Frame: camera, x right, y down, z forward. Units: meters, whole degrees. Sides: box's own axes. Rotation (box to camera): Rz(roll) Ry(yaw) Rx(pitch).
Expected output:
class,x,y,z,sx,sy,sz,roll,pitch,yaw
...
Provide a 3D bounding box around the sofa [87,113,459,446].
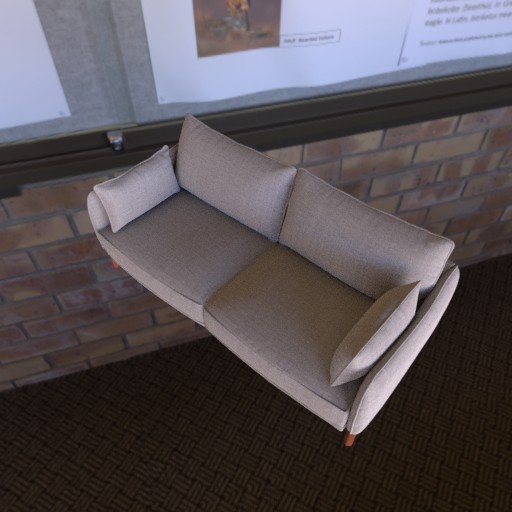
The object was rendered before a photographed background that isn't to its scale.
class,x,y,z,sx,sy,sz,roll,pitch,yaw
sofa,0.000,0.000,2.546,1.989,0.851,0.972,31,54,26
